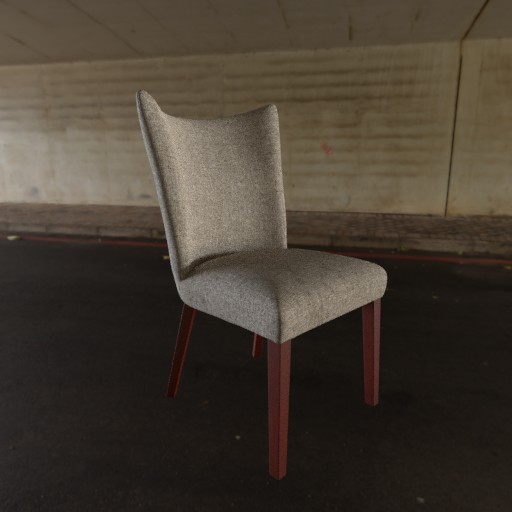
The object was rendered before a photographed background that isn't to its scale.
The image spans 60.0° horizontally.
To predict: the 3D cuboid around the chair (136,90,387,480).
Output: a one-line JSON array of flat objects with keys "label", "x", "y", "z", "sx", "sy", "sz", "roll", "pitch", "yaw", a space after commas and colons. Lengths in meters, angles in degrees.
[{"label": "chair", "x": 0.000, "y": 0.000, "z": 1.326, "sx": 0.623, "sy": 0.924, "sz": 0.535, "roll": 13, "pitch": 19, "yaw": 43}]
